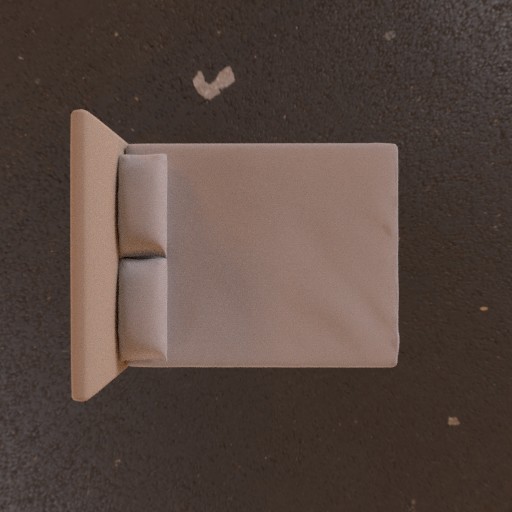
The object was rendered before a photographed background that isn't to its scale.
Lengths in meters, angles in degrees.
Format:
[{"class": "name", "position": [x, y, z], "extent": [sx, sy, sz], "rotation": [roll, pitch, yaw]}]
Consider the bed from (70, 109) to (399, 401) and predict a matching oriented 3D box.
[{"class": "bed", "position": [0.000, 0.000, 3.168], "extent": [2.142, 1.330, 1.748], "rotation": [0, 90, 0]}]
